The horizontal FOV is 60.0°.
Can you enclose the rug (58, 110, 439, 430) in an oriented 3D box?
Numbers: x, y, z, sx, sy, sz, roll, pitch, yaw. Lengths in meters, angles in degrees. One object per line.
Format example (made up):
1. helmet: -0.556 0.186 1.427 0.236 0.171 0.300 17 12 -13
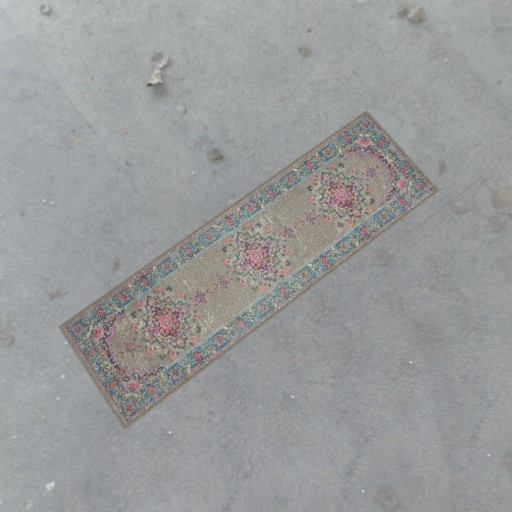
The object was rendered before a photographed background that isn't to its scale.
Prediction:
1. rug: 0.000 0.000 2.079 1.827 0.012 0.553 -36 79 -8
